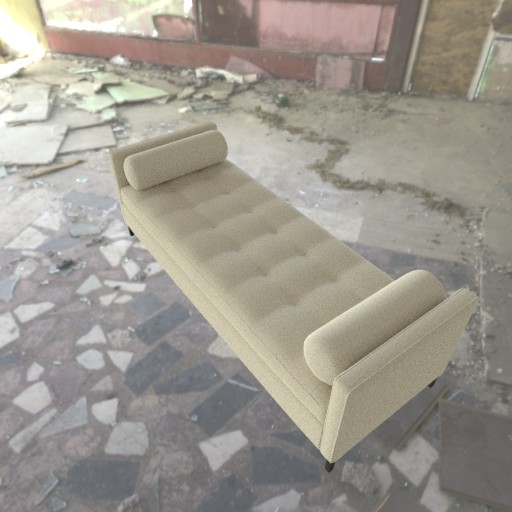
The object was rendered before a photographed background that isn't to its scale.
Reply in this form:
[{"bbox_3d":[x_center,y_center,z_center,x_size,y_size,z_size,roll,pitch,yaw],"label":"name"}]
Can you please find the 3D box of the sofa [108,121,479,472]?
[{"bbox_3d":[0.000,0.000,2.355,0.746,0.641,1.985,-26,48,-26],"label":"sofa"}]
